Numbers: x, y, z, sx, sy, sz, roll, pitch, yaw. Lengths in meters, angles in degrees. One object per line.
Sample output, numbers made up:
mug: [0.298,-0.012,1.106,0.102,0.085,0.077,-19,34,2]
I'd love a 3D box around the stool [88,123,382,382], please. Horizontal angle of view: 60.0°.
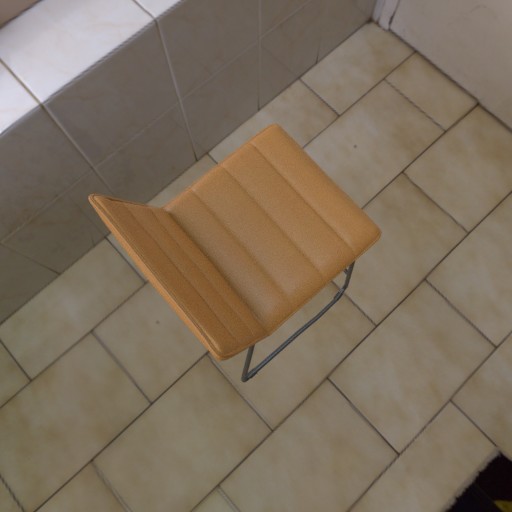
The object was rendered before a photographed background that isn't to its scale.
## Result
stool: [0.000,0.000,1.247,0.524,0.936,0.489,-39,78,-10]
